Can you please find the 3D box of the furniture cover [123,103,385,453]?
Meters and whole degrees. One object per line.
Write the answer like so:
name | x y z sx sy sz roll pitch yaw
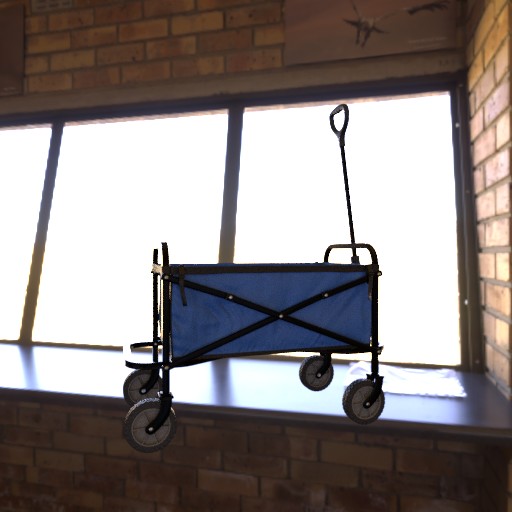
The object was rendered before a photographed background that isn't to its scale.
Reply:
furniture cover | 0.000 0.000 1.809 1.038 1.295 0.532 0 0 -17
